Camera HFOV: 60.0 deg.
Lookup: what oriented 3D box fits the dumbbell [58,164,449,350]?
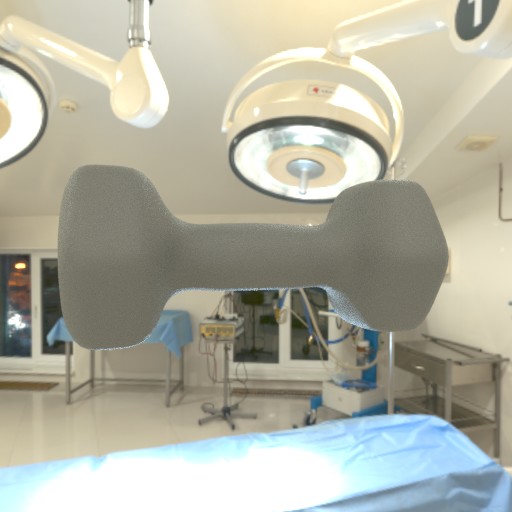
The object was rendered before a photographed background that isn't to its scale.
[{"bbox_3d":[0.000,0.000,0.227,0.184,0.081,0.090,0,1,-16],"label":"dumbbell"}]
